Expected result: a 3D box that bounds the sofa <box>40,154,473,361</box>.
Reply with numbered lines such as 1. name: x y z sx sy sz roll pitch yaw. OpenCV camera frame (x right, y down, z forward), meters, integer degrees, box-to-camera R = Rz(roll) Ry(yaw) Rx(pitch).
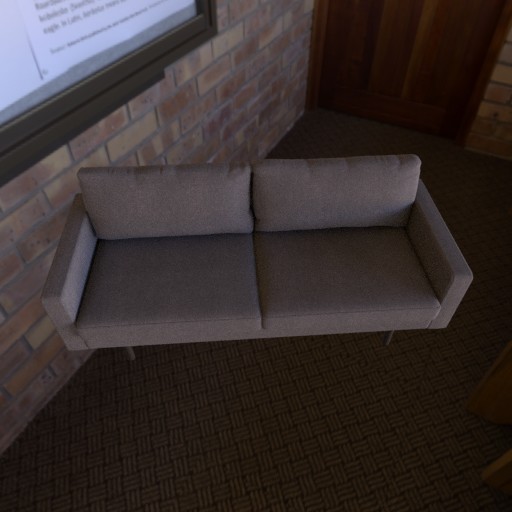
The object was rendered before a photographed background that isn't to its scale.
1. sofa: 0.000 0.000 2.537 2.100 0.880 0.880 -3 47 -3
